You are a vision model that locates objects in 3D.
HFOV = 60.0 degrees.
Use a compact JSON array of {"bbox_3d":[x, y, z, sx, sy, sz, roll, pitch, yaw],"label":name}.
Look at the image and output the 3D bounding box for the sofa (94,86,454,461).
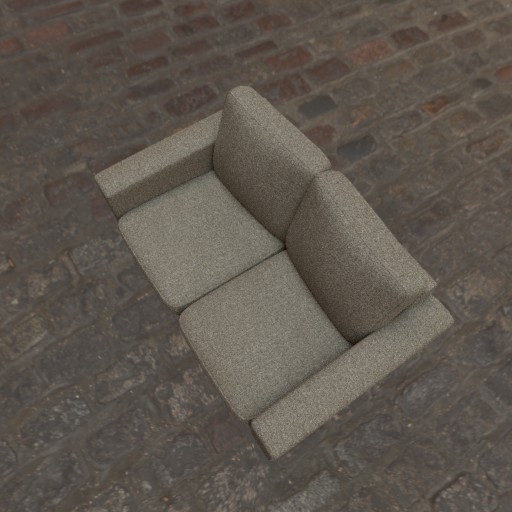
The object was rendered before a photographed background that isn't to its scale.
[{"bbox_3d":[0.000,0.000,2.206,1.016,0.873,1.616,-32,68,-14],"label":"sofa"}]
